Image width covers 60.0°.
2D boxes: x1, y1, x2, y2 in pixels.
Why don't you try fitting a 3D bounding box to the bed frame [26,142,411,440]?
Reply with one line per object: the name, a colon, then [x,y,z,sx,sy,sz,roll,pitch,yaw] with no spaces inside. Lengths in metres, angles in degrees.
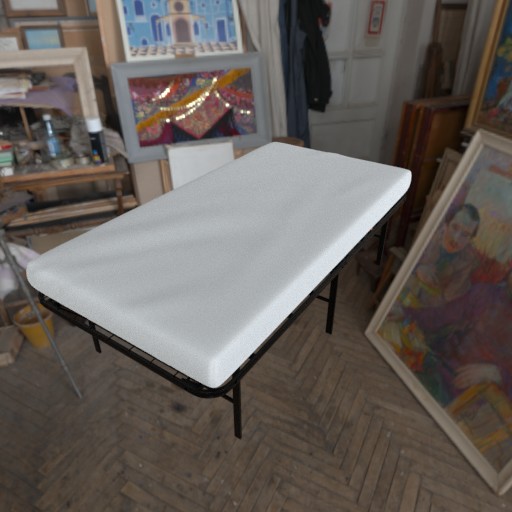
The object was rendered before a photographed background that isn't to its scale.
bed frame: [0.000,0.000,2.335,0.989,0.619,1.903,20,37,28]
